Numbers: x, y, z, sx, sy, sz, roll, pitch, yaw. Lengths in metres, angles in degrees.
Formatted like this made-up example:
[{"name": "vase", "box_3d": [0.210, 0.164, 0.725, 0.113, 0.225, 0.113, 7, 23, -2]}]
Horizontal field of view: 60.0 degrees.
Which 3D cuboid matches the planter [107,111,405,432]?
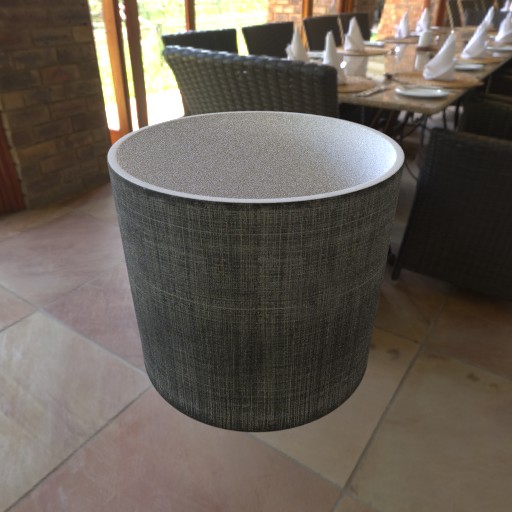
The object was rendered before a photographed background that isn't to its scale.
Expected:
[{"name": "planter", "box_3d": [0.000, 0.000, 0.393, 0.221, 0.201, 0.221, 0, 31, 0]}]
